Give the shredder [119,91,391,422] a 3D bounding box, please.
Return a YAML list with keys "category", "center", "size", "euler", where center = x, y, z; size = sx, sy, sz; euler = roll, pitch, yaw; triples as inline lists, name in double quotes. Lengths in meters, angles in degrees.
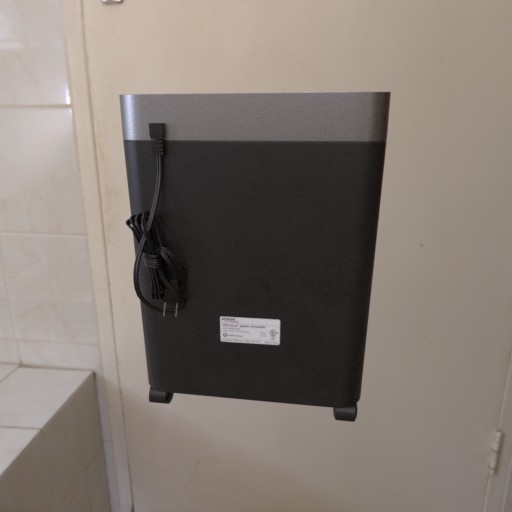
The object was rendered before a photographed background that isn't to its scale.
- category: "shredder"
  center: [0.000, 0.000, 0.605]
  size: [0.311, 0.419, 0.237]
  euler: [3, 17, 8]
